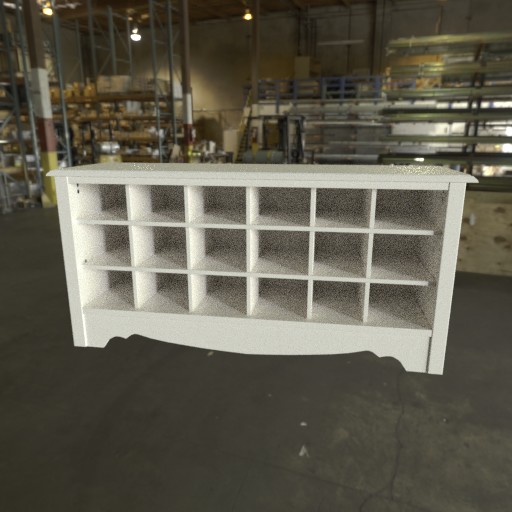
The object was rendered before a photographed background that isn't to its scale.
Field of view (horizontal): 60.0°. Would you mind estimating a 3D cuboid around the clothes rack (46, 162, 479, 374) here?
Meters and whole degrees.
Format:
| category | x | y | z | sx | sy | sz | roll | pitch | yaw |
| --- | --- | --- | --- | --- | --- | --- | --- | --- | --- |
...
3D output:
| category | x | y | z | sx | sy | sz | roll | pitch | yaw |
| --- | --- | --- | --- | --- | --- | --- | --- | --- | --- |
| clothes rack | 0.000 | 0.000 | 1.356 | 1.120 | 0.531 | 0.324 | 2 | 16 | 9 |
